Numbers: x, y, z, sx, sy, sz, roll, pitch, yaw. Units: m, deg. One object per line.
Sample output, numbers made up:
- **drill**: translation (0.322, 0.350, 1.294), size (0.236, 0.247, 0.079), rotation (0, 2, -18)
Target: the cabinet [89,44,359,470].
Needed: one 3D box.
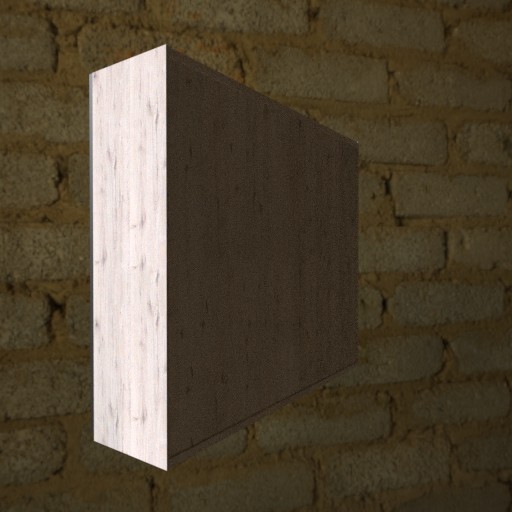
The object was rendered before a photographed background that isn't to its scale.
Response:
- **cabinet**: translation (0.000, 0.000, 3.473), size (0.660, 2.180, 2.500), rotation (0, 1, 35)
